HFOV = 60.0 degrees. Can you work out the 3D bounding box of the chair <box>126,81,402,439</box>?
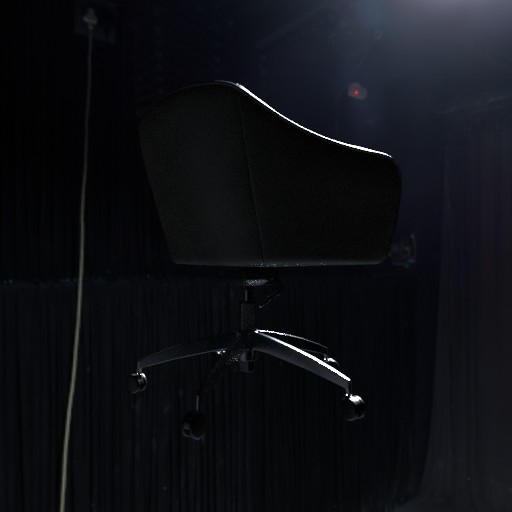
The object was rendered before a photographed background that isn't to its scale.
[{"bbox_3d":[0.000,0.000,1.352,0.689,0.827,0.713,0,0,-36],"label":"chair"}]
